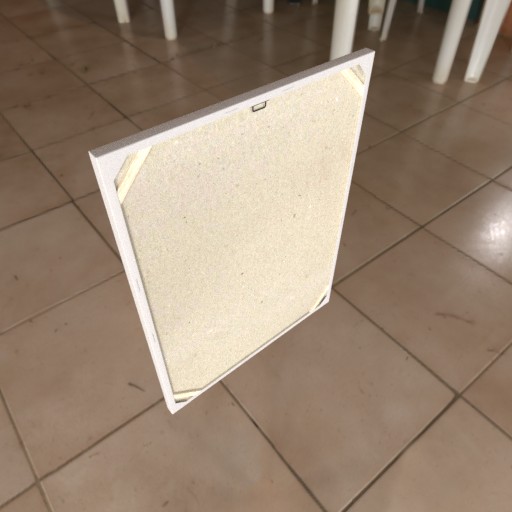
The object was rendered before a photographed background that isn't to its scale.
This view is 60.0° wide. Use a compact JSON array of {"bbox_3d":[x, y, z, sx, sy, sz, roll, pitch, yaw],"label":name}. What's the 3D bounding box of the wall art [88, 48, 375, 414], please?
[{"bbox_3d":[0.000,0.000,1.584,0.914,1.212,0.038,-31,53,-27],"label":"wall art"}]
